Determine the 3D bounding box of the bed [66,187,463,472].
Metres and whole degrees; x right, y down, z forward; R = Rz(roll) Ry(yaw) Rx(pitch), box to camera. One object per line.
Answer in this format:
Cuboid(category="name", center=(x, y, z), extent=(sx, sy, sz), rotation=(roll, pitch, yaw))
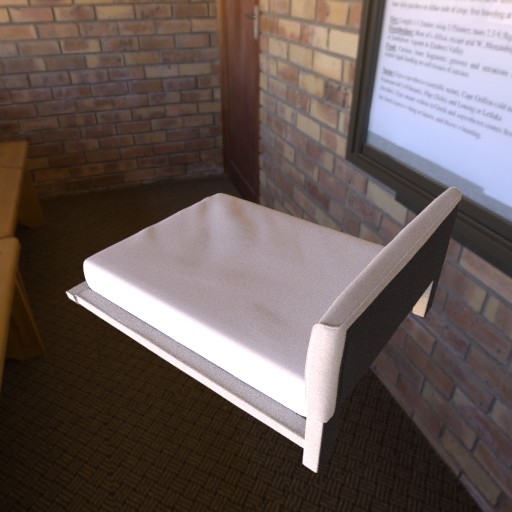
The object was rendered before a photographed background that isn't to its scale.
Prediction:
Cuboid(category="bed", center=(0.000, 0.000, 3.547), extent=(2.498, 1.126, 1.980), rotation=(22, 39, 31))
